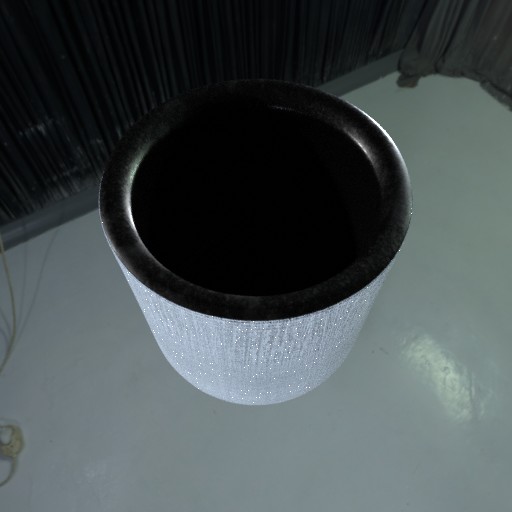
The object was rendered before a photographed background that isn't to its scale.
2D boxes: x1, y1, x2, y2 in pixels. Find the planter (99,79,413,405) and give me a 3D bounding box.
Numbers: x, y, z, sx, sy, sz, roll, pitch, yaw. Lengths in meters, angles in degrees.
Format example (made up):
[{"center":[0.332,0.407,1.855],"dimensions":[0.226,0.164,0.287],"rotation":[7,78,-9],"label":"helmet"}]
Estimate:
[{"center":[0.000,0.000,0.289],"dimensions":[0.160,0.156,0.160],"rotation":[0,58,0],"label":"planter"}]
